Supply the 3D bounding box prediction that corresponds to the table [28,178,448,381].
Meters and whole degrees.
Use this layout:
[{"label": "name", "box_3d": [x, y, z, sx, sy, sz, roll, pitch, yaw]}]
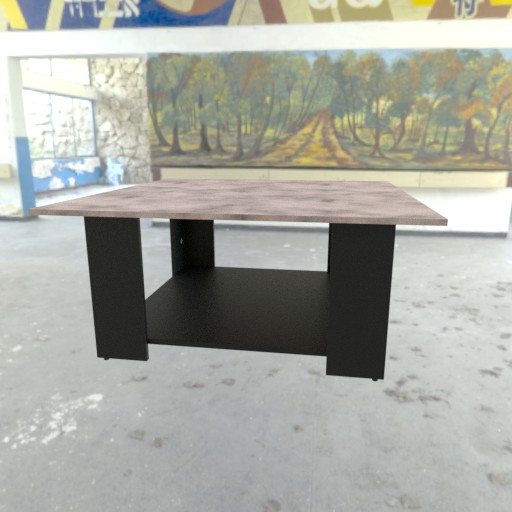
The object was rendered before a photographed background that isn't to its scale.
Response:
[{"label": "table", "box_3d": [0.000, 0.000, 1.052, 0.670, 0.305, 0.670, 2, 14, 9]}]
